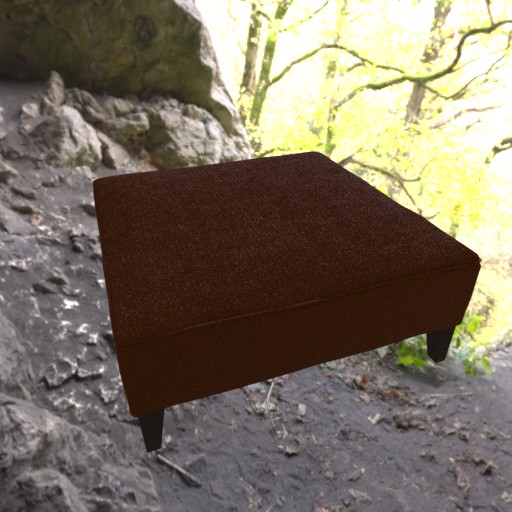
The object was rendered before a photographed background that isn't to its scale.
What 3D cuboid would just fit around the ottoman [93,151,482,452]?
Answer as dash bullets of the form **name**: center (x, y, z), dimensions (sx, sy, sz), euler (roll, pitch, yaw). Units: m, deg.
- **ottoman**: center (0.000, 0.000, 1.544), dimensions (0.999, 0.438, 0.997), euler (-11, 33, -17)
